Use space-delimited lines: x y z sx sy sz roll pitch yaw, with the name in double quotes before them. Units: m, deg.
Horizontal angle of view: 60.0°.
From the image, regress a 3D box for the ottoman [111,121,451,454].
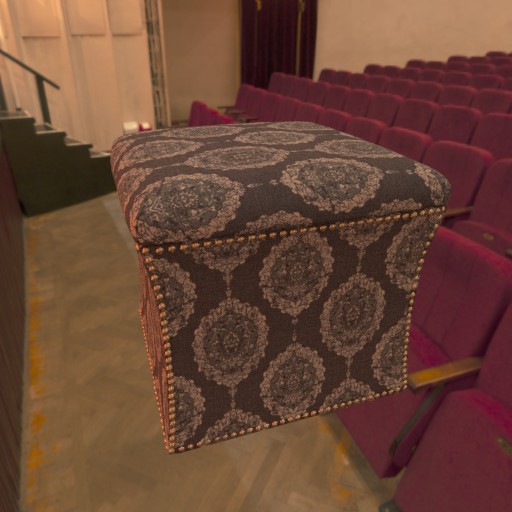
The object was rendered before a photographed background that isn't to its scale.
"ottoman" 0.000 0.000 0.905 0.507 0.475 0.497 -9 28 -17
